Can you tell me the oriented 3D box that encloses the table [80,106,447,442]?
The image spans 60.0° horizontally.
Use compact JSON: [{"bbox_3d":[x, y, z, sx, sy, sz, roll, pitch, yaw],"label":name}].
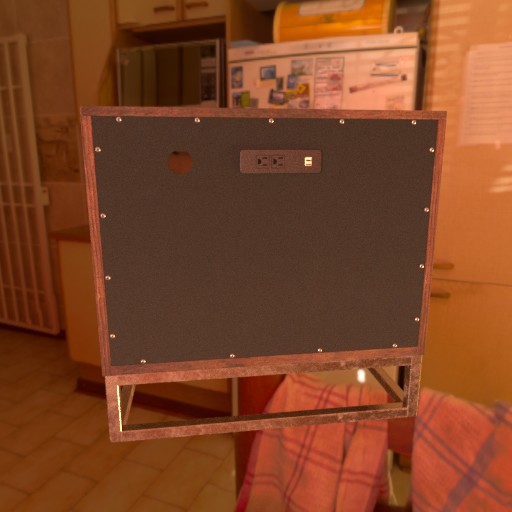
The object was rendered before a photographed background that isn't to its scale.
[{"bbox_3d":[0.000,0.000,1.249,0.767,0.746,0.542,-2,13,-8],"label":"table"}]
